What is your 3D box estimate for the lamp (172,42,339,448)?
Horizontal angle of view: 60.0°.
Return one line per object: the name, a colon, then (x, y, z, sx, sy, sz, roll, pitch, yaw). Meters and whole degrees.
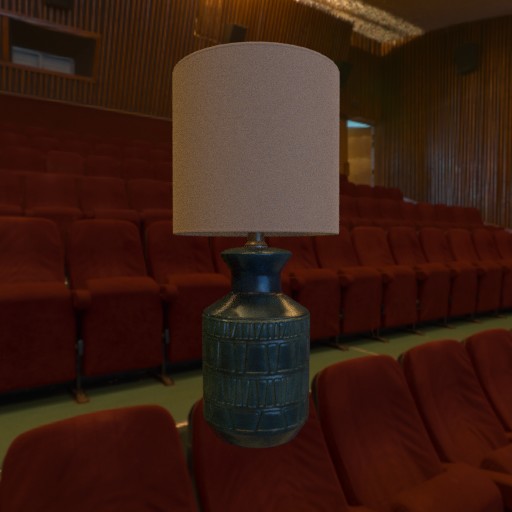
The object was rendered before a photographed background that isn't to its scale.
lamp: (0.000, 0.000, 0.575, 0.211, 0.455, 0.211, -1, 1, -35)
